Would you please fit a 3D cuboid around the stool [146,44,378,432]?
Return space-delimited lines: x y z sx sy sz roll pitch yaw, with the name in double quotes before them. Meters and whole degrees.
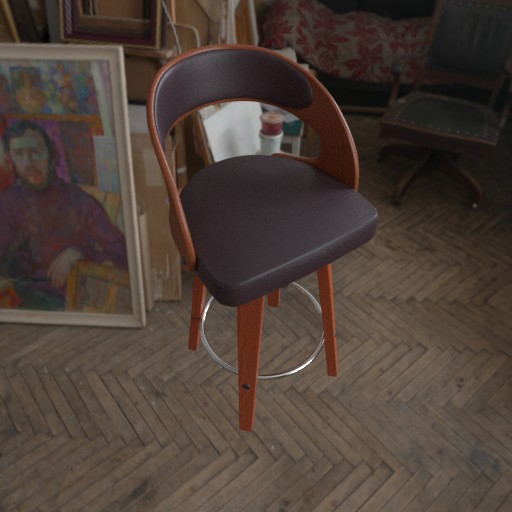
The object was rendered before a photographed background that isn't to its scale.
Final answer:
"stool" 0.000 0.000 1.184 0.457 0.940 0.457 -25 50 -23
